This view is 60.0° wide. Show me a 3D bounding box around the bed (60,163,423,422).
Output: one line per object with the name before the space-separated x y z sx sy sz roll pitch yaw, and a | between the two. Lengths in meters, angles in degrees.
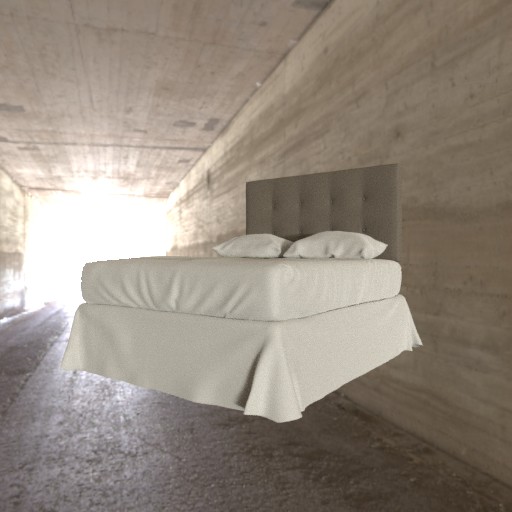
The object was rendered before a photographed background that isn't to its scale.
bed | 0.000 0.000 3.423 1.936 1.577 2.222 0 0 36
